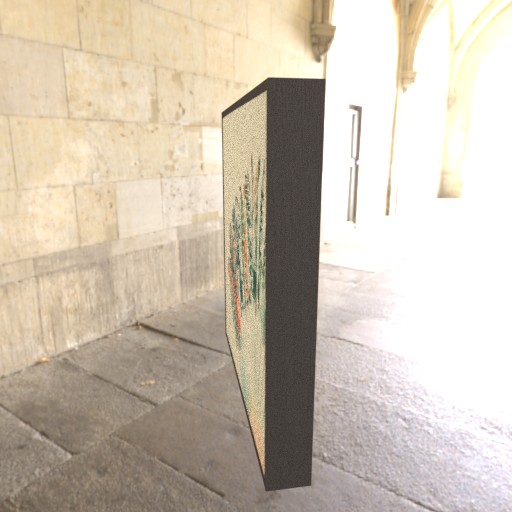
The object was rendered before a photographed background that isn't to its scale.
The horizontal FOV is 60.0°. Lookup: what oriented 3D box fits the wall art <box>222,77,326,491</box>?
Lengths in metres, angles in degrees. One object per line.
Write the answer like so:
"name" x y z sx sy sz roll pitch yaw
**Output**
"wall art" 0.000 0.000 0.454 0.036 0.300 0.302 -2 14 -9
